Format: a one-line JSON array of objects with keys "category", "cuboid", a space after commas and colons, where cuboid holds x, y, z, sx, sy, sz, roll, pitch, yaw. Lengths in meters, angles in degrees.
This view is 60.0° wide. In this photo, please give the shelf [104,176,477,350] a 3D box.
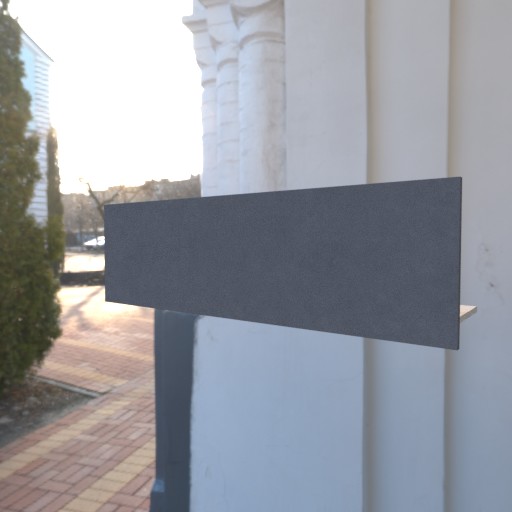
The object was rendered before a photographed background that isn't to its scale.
[{"category": "shelf", "cuboid": [0.000, 0.000, 1.147, 1.020, 0.300, 0.200, 2, 3, 37]}]
